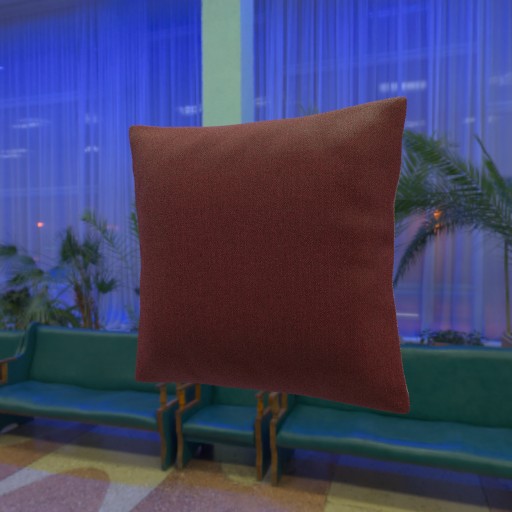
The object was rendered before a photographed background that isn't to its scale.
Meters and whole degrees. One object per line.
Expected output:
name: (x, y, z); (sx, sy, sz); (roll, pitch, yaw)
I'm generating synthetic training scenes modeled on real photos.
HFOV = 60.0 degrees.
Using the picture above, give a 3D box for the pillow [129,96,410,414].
pillow: (0.000, 0.000, 0.777); (0.513, 0.497, 0.166); (0, 1, 20)
